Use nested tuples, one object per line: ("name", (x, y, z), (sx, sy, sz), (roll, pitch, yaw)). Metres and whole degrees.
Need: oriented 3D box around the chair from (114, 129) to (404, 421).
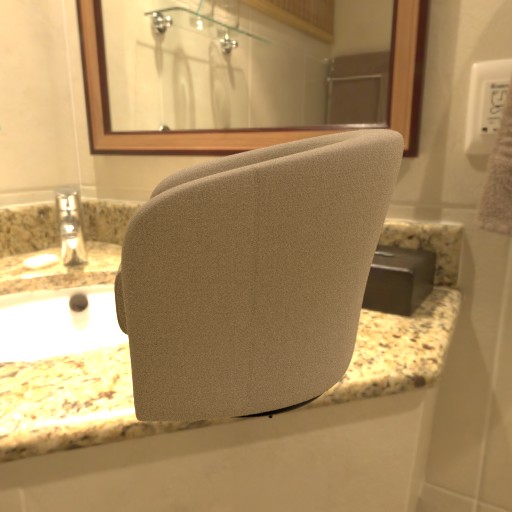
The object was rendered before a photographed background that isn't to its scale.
("chair", (0.000, 0.000, 1.400), (0.815, 0.771, 0.791), (-2, 14, -8))
